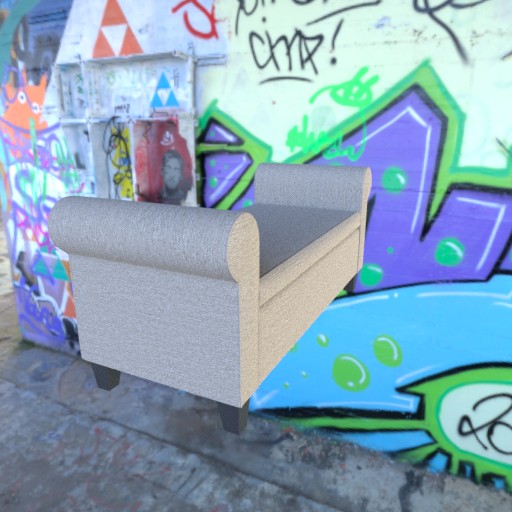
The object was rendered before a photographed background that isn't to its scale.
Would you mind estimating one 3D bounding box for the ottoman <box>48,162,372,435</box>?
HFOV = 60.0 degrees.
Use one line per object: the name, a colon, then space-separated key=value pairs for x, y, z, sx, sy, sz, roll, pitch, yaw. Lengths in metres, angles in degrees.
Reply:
ottoman: x=0.000 y=0.000 z=1.560 sx=0.521 sy=0.547 sz=1.256 roll=8 pitch=18 yaw=25
